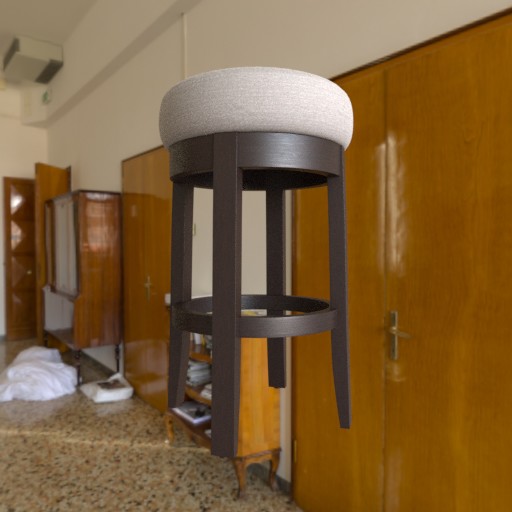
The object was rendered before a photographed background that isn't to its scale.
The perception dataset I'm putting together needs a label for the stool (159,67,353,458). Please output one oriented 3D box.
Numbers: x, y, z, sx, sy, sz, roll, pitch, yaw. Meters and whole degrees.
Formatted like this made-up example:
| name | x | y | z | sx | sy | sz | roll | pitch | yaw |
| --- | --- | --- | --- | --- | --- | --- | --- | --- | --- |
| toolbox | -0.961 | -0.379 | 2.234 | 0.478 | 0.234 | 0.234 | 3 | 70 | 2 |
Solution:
| name | x | y | z | sx | sy | sz | roll | pitch | yaw |
| --- | --- | --- | --- | --- | --- | --- | --- | --- | --- |
| stool | 0.000 | 0.000 | 1.041 | 0.443 | 0.757 | 0.443 | 0 | 2 | 0 |
